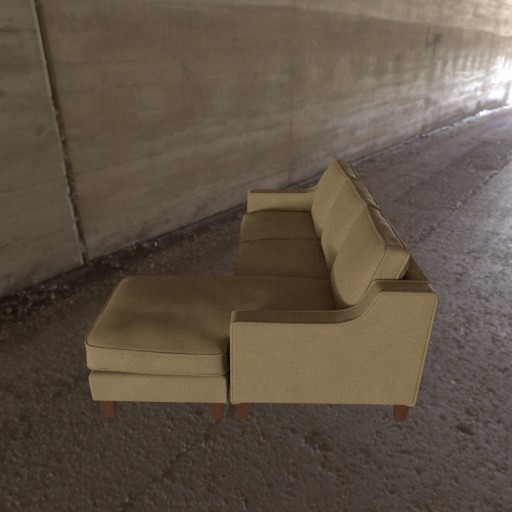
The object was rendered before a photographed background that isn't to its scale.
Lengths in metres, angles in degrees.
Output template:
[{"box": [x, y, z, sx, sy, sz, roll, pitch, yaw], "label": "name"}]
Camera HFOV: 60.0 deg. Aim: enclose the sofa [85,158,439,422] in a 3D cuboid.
[{"box": [0.000, 0.000, 3.345, 1.858, 1.066, 2.317, 1, 26, 1], "label": "sofa"}]
